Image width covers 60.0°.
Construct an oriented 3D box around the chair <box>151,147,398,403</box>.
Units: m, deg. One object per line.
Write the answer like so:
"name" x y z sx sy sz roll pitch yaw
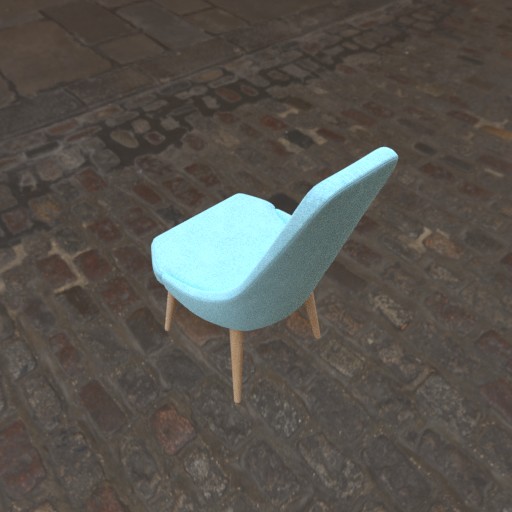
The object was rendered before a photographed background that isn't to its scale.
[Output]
"chair" 0.000 0.000 1.399 0.510 1.040 0.660 -32 55 -26
